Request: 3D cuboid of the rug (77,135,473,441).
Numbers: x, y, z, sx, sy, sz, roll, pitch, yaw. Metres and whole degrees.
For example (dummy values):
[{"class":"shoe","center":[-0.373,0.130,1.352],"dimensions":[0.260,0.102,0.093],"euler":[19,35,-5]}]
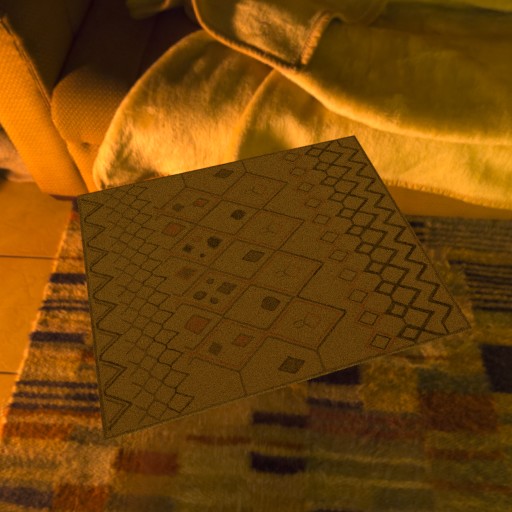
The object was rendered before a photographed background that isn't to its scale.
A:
[{"class":"rug","center":[0.000,0.000,4.095],"dimensions":[3.050,0.016,2.441],"euler":[-14,58,-9]}]
